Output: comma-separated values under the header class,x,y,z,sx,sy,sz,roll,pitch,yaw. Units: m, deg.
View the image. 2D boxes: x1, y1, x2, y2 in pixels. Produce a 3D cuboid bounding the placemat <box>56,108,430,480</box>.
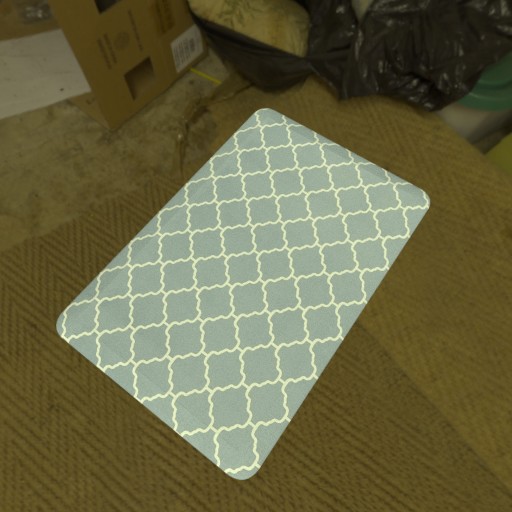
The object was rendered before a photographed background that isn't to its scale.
class,x,y,z,sx,sy,sz,roll,pitch,yaw
placemat,0.000,0.000,0.981,0.508,0.021,0.762,33,68,15
